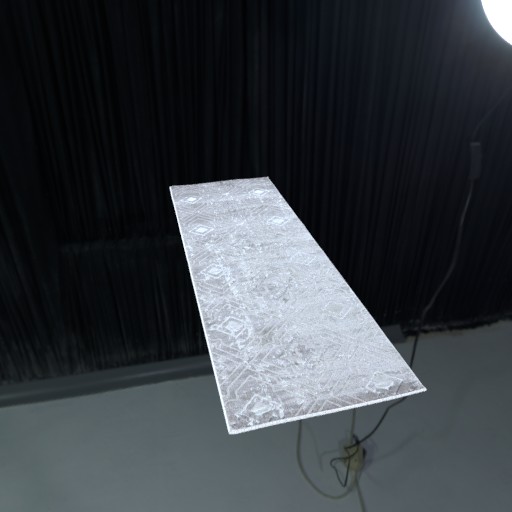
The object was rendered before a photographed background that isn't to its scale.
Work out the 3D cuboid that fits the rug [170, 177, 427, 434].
[{"bbox_3d":[0.000,0.000,2.711,0.832,0.035,2.381,-8,33,-12],"label":"rug"}]
